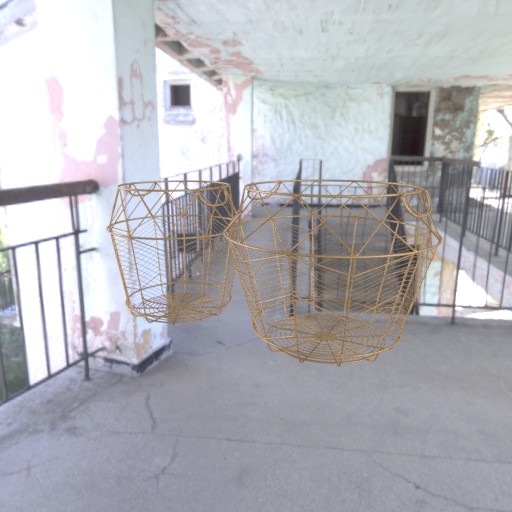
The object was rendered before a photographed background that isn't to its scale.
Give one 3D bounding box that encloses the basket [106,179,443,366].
[{"bbox_3d":[0.000,0.000,1.048,0.805,0.343,0.451,7,16,27],"label":"basket"}]
